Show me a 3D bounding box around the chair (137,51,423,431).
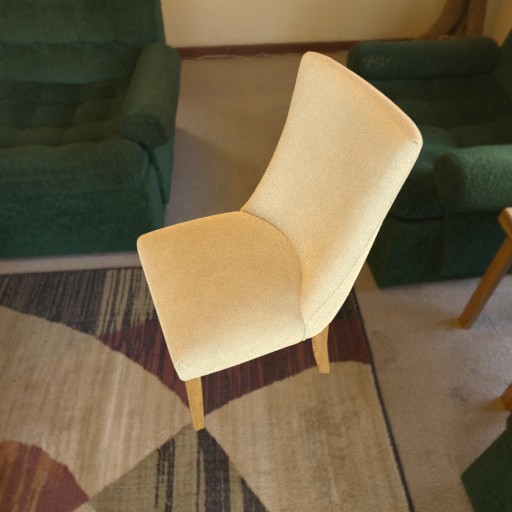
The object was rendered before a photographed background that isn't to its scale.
[{"bbox_3d":[0.000,0.000,1.256,0.610,0.902,0.495,-16,48,-15],"label":"chair"}]
